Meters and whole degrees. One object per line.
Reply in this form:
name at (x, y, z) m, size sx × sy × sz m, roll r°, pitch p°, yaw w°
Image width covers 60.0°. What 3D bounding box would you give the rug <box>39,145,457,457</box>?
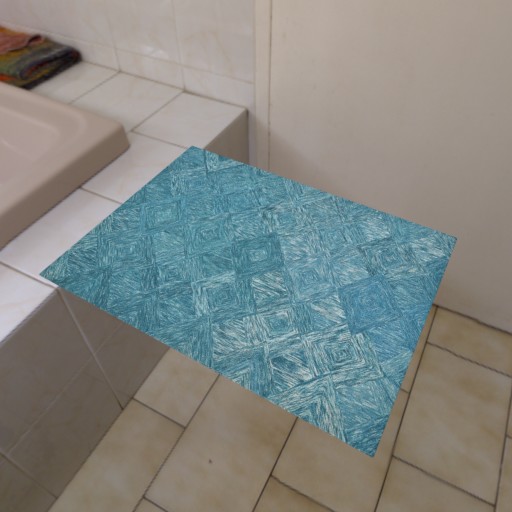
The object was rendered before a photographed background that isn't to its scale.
rug at (0.000, 0.000, 4.232) m, size 3.217 × 0.027 × 2.405 m, roll 23°, pitch 52°, yaw 20°
